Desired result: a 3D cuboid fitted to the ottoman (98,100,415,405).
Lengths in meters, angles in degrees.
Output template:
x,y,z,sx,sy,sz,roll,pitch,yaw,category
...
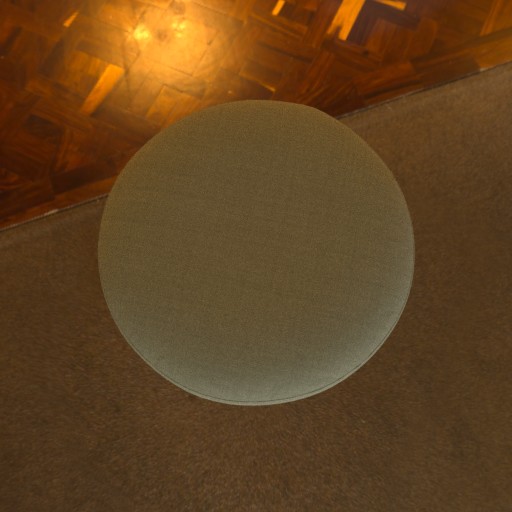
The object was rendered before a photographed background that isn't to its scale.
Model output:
x,y,z,sx,sy,sz,roll,pitch,yaw,category
0.000,0.000,1.222,0.772,0.460,0.772,0,75,0,ottoman
